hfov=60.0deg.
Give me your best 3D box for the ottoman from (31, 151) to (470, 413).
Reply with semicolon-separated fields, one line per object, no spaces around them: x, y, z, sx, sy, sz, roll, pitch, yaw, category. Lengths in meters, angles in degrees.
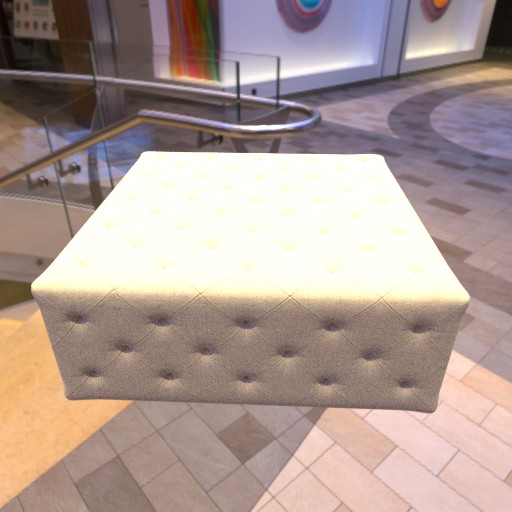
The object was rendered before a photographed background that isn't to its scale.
0.000;0.000;1.553;1.028;0.439;1.028;1;31;2;ottoman
